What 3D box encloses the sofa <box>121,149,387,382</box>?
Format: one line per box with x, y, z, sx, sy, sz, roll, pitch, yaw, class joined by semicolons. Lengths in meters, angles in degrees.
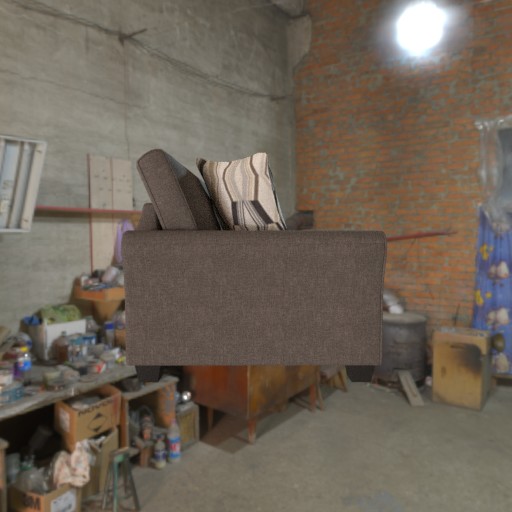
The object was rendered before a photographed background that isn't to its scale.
0.000;0.000;2.449;0.889;0.813;2.032;0;2;0;sofa
